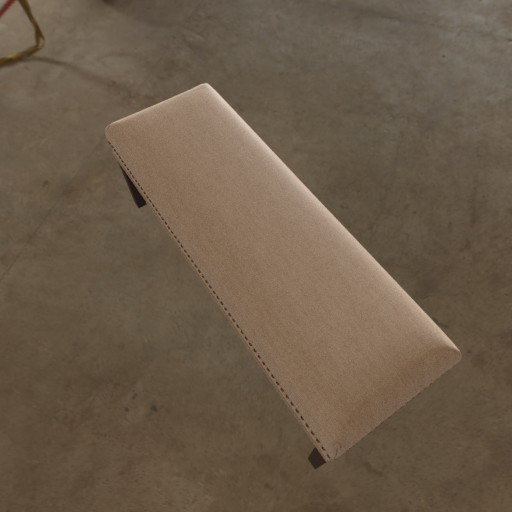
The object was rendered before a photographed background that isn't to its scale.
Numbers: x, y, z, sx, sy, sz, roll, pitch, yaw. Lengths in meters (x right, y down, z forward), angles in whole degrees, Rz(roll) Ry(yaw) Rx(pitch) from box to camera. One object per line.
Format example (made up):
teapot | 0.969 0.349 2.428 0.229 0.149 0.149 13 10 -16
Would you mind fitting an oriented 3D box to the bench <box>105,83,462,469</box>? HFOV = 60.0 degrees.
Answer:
bench | 0.000 0.000 1.430 0.410 0.457 1.219 -30 64 -17
